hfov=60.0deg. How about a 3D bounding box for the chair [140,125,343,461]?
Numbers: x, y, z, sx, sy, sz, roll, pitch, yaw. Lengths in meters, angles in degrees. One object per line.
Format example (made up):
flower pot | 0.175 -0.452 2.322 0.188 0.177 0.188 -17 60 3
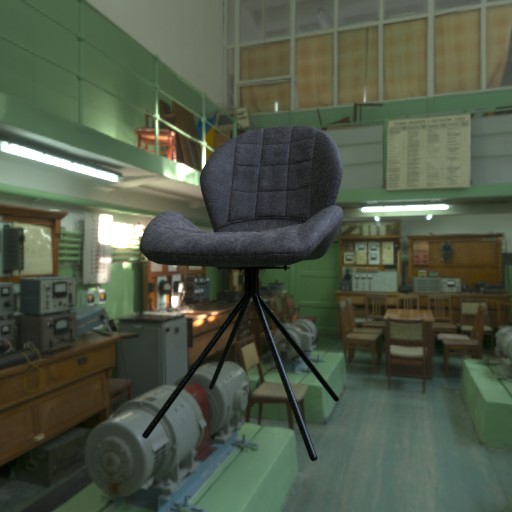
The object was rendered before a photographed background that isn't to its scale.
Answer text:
chair | 0.000 0.000 1.319 0.527 0.934 0.640 0 0 17
